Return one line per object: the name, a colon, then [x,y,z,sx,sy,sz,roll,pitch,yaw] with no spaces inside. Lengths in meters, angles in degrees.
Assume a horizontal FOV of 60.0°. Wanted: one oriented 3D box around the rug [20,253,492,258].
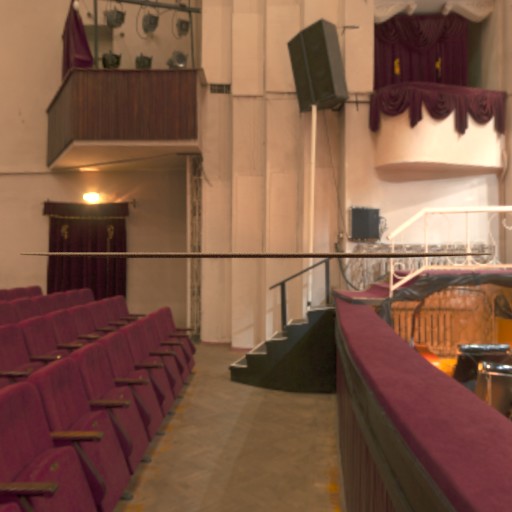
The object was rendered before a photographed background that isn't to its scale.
rug: [0.000,0.000,3.040,2.435,0.011,1.517,0,-1,0]
